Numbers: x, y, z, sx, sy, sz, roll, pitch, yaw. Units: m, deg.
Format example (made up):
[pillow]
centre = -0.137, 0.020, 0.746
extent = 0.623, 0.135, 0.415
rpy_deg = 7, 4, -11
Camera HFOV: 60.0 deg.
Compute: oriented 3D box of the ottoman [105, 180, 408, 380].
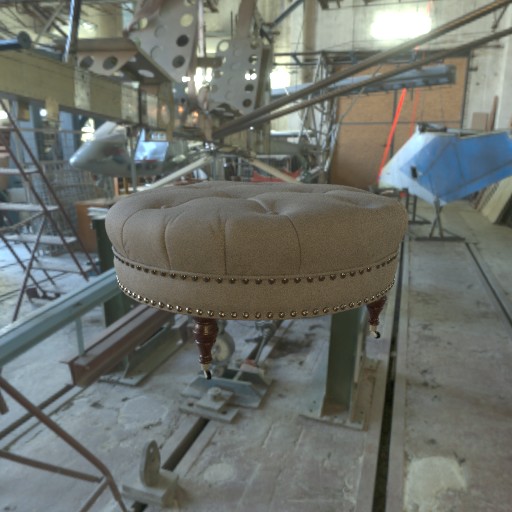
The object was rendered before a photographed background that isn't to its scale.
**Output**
[ottoman]
centre = 0.000, 0.000, 1.401
extent = 0.901, 0.439, 0.901
rpy_deg = 0, 14, 0
